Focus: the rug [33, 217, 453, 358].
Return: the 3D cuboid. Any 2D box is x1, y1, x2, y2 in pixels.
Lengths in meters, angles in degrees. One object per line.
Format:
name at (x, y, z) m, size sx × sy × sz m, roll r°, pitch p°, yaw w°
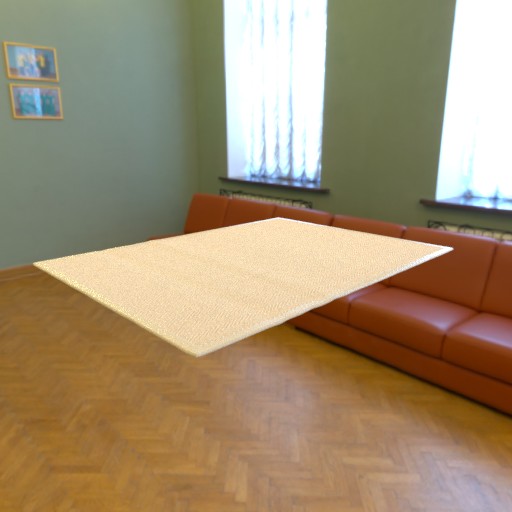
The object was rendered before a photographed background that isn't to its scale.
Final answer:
rug at (0.000, 0.000, 4.765) m, size 3.659 × 0.037 × 2.734 m, roll -14°, pitch 21°, yaw -42°
